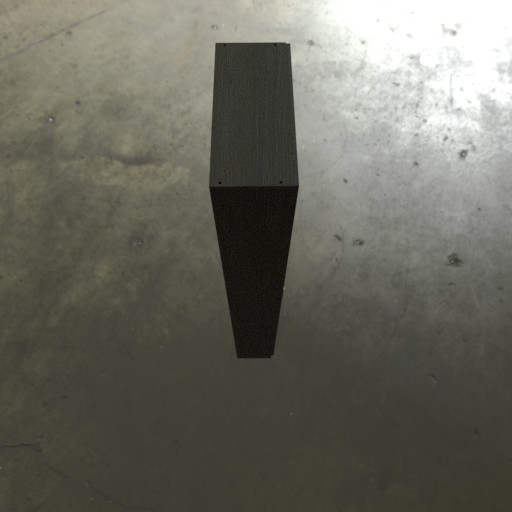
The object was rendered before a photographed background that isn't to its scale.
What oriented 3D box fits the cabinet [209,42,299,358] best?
[{"bbox_3d":[0.000,0.000,1.976,0.230,1.790,0.500,0,64,0],"label":"cabinet"}]
